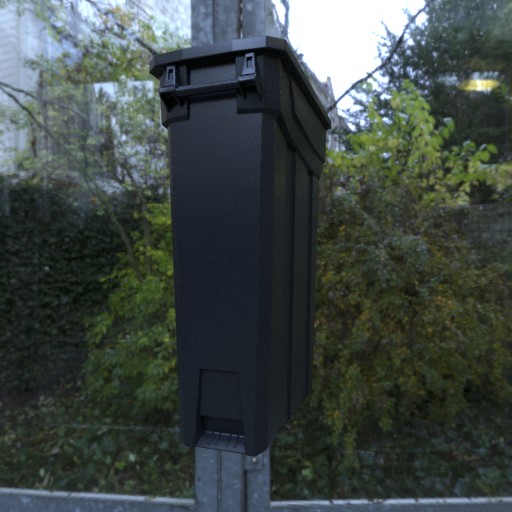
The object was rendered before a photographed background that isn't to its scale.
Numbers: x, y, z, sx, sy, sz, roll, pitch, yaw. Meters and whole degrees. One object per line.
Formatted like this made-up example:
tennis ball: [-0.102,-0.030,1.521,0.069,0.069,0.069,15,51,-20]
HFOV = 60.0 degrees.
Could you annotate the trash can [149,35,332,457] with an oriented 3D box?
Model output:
trash can: [0.000,0.000,1.055,0.281,0.762,0.559,0,-1,19]
